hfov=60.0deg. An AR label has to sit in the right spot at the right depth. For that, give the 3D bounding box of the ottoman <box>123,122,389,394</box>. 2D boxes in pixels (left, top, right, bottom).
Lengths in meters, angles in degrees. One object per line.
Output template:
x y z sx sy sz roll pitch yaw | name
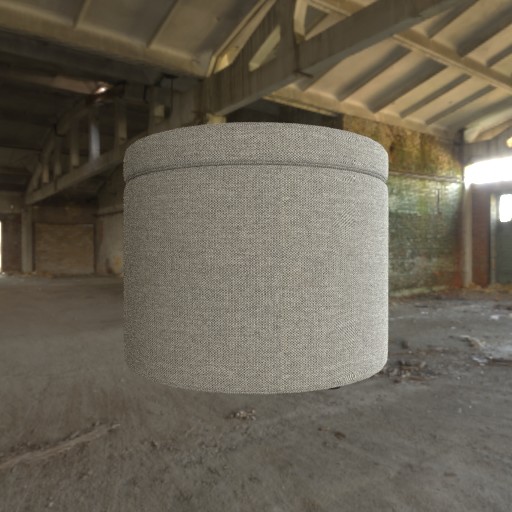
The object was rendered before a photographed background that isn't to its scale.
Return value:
0.000 0.000 0.874 0.500 0.419 0.500 0 0 0 | ottoman
